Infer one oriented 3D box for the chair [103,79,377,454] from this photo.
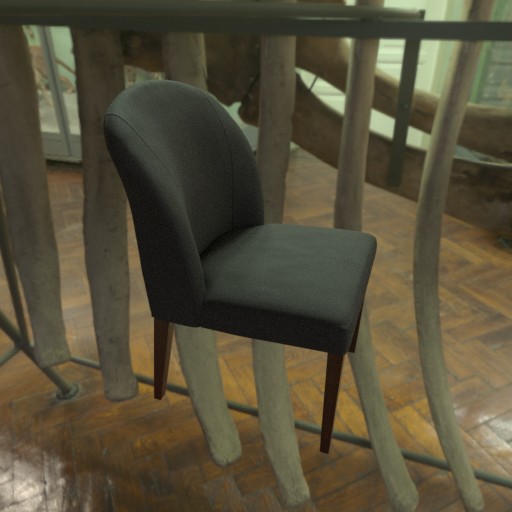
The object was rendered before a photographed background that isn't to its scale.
[{"bbox_3d":[0.000,0.000,1.232,0.619,0.879,0.506,11,32,18],"label":"chair"}]
